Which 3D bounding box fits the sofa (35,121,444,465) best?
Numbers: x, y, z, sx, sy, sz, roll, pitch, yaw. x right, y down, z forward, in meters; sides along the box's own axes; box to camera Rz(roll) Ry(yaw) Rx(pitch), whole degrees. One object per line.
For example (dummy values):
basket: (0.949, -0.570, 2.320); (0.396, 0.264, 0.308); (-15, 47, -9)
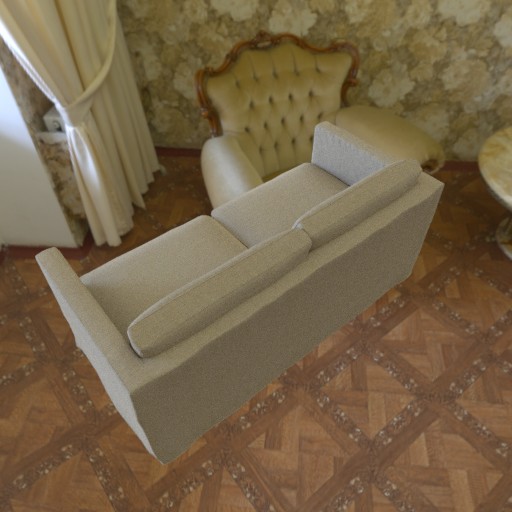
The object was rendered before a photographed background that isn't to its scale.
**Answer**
sofa: (0.000, 0.000, 2.462); (1.987, 0.847, 0.956); (-31, 53, -27)
